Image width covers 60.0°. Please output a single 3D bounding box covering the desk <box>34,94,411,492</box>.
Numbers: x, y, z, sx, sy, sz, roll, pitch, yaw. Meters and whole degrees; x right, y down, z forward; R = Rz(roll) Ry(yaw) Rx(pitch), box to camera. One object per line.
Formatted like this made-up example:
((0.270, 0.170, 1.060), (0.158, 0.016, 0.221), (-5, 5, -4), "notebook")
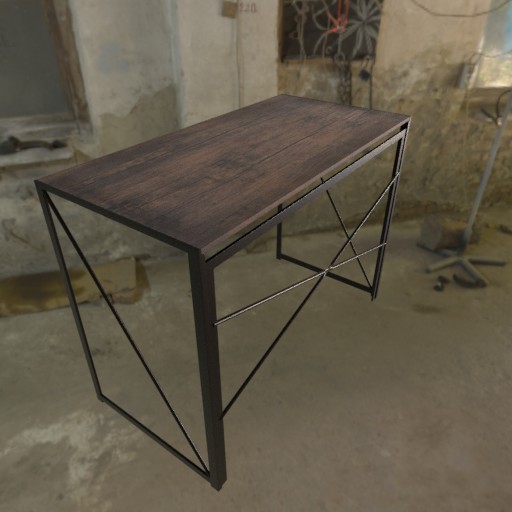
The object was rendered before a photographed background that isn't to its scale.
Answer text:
((0.000, 0.000, 1.424), (0.505, 0.747, 1.015), (22, 39, 30), "desk")
